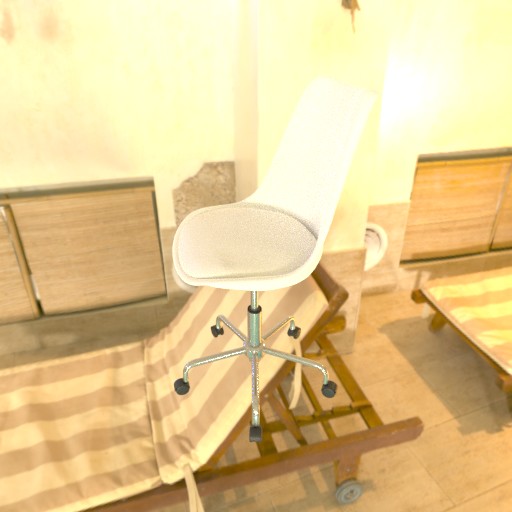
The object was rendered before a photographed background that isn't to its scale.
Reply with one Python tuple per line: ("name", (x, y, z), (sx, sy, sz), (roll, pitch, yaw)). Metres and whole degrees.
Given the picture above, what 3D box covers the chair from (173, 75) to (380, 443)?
("chair", (0.000, 0.000, 1.284), (0.550, 0.930, 0.550), (-8, 30, -14))
